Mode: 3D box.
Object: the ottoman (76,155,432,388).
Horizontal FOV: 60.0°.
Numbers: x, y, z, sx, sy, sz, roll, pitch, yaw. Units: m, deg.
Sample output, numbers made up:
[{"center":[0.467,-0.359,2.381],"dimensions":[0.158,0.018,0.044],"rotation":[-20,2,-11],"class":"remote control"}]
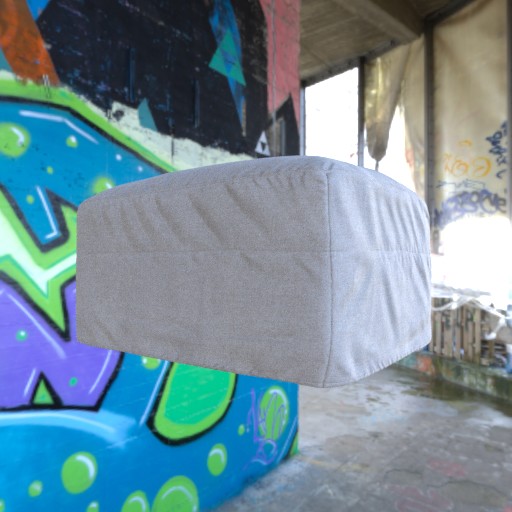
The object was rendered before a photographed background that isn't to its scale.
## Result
[{"center":[0.000,0.000,1.266],"dimensions":[0.837,0.481,0.683],"rotation":[0,-1,36],"class":"ottoman"}]
